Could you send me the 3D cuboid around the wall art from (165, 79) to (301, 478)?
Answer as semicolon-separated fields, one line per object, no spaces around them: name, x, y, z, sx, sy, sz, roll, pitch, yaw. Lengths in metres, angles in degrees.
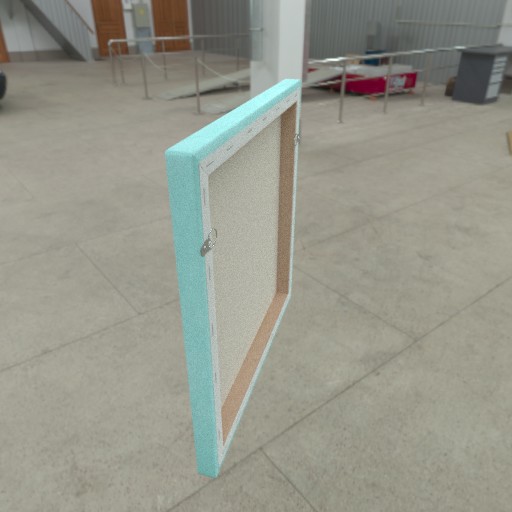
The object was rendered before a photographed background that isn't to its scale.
wall art;0.000;0.000;1.157;0.054;0.766;0.765;8;31;15
